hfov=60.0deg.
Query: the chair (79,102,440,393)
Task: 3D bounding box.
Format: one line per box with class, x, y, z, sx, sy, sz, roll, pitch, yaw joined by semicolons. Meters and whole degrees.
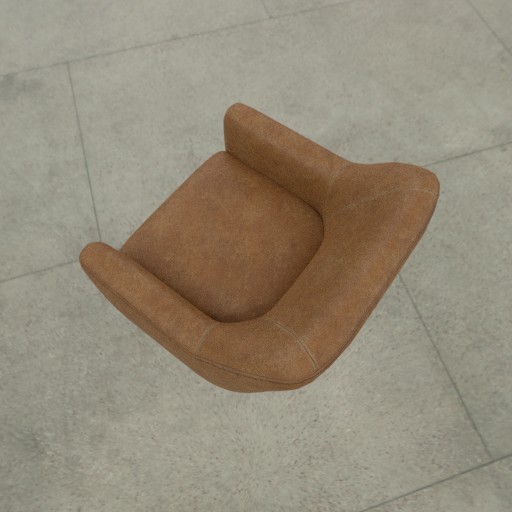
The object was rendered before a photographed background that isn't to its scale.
chair;0.000;0.000;1.888;1.034;0.980;1.037;34;69;15
